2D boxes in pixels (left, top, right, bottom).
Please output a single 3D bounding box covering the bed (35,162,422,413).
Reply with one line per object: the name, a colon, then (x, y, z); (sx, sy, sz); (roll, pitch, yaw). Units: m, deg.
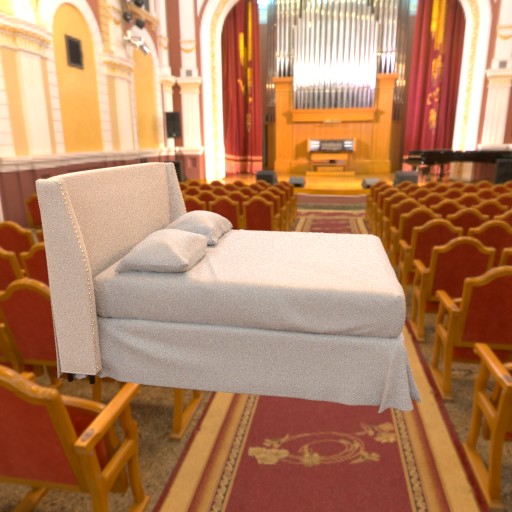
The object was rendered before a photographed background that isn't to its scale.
bed: (0.000, 0.000, 3.418); (2.276, 1.332, 1.925); (3, 15, 10)
